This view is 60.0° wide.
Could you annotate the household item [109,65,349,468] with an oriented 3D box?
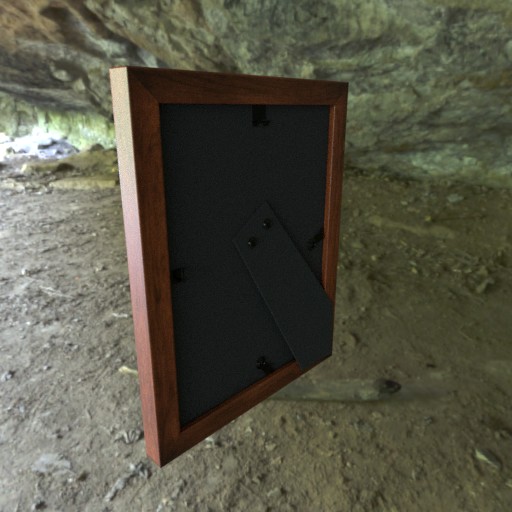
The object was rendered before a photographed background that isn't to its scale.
[{"bbox_3d":[0.000,0.000,0.332,0.020,0.250,0.200,17,25,41],"label":"household item"}]
